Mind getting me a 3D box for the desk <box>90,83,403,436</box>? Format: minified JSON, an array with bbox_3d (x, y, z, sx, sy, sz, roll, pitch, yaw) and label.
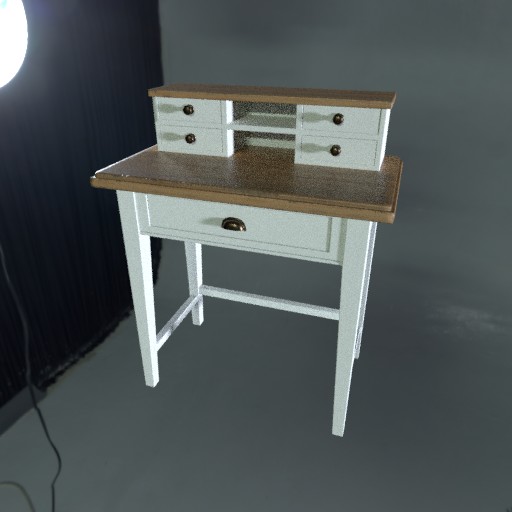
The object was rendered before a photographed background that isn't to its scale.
[{"bbox_3d":[0.000,0.000,1.439,0.814,0.981,0.462,9,29,16],"label":"desk"}]
